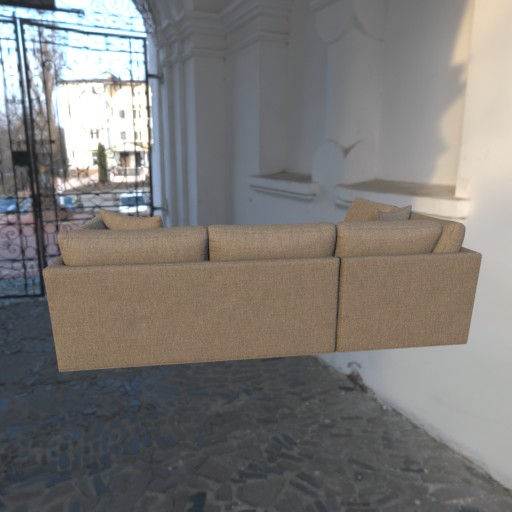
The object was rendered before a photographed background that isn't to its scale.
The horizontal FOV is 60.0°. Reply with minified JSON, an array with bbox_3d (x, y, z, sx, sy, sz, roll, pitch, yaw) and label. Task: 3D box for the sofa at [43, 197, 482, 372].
[{"bbox_3d":[0.000,0.000,3.865,2.896,0.978,1.994,-2,13,-8],"label":"sofa"}]
